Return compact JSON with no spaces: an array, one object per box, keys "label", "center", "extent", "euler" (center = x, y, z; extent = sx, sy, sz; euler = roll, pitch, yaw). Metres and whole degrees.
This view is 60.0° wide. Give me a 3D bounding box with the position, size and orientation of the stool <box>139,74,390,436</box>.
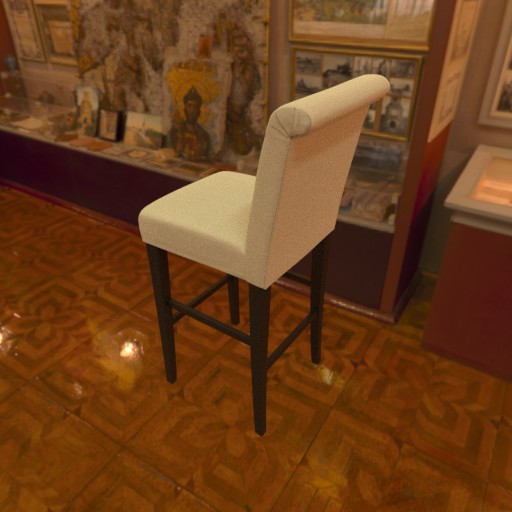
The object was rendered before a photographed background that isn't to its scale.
[{"label":"stool","center":[0.000,0.000,1.473],"extent":[0.597,1.124,0.452],"euler":[20,37,29]}]
